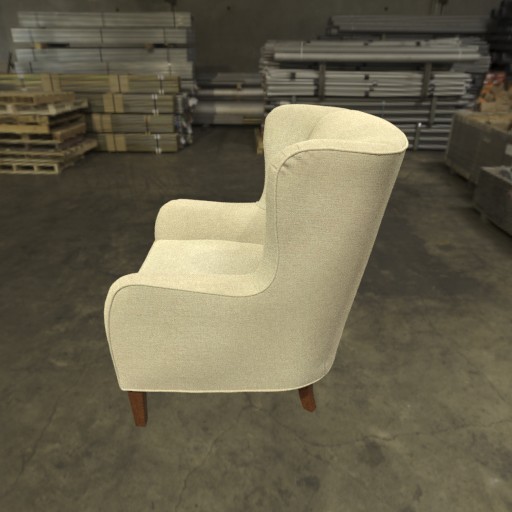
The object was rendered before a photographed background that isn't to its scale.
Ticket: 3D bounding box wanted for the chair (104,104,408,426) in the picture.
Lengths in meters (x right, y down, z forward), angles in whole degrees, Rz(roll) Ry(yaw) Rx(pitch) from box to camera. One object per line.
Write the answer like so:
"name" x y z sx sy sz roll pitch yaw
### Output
"chair" 0.000 0.000 1.730 0.966 1.040 0.838 1 26 1
